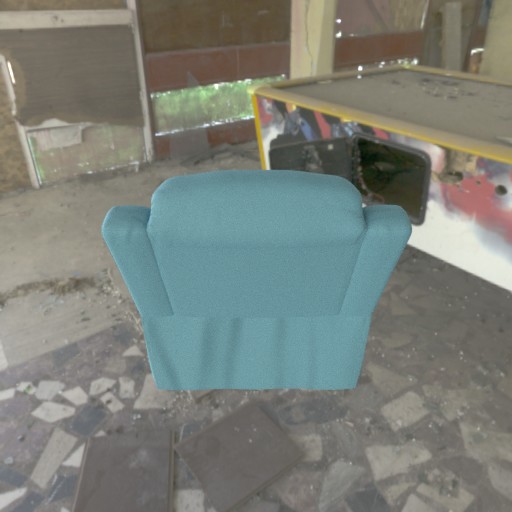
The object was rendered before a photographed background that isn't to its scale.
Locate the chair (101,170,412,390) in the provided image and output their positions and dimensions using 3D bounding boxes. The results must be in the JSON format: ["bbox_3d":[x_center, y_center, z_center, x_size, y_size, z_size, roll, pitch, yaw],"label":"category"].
[{"bbox_3d":[0.000,0.000,1.260,0.680,0.702,0.709,0,31,0],"label":"chair"}]
